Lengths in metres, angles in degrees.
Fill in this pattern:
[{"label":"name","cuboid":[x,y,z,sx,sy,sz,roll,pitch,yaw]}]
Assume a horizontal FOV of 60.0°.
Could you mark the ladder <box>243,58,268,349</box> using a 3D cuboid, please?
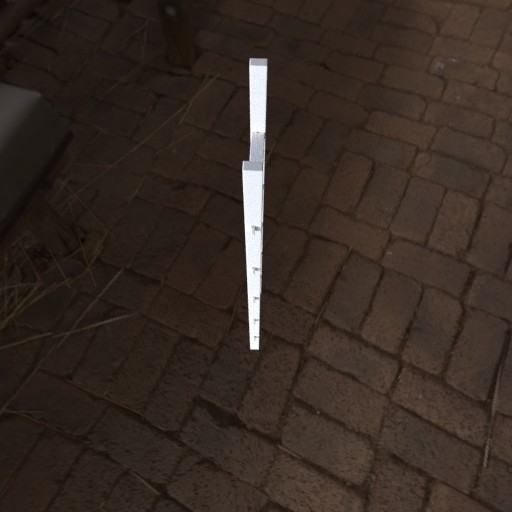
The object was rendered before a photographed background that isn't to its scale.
[{"label":"ladder","cuboid":[0.000,0.000,2.009,0.051,1.797,0.452,2,64,1]}]
